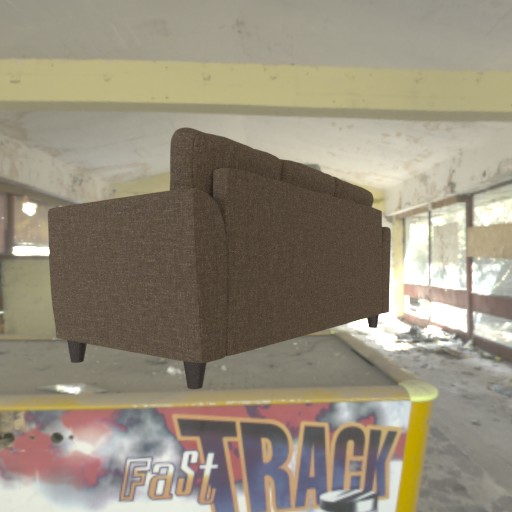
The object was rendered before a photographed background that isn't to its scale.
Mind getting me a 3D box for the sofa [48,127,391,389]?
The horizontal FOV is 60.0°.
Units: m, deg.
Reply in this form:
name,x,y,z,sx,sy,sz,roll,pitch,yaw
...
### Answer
name,x,y,z,sx,sy,sz,roll,pitch,yaw
sofa,0.000,0.000,2.327,0.837,0.891,1.847,-1,-1,35
